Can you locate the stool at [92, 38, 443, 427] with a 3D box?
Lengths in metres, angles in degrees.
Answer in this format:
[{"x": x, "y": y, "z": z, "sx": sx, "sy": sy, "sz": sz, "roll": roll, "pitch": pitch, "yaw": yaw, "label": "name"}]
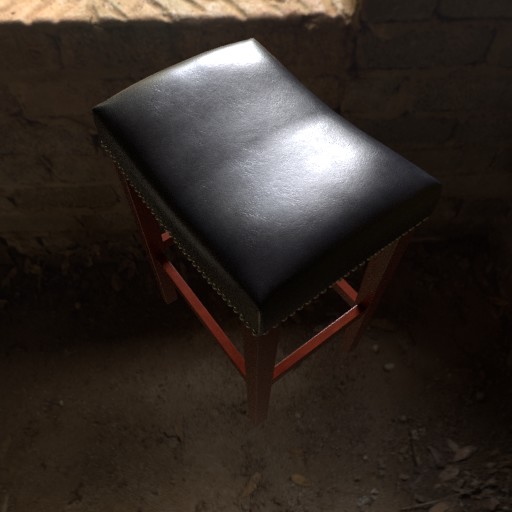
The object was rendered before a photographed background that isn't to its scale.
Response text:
[{"x": 0.000, "y": 0.000, "z": 1.017, "sx": 0.372, "sy": 0.742, "sz": 0.504, "roll": -32, "pitch": 63, "yaw": -19, "label": "stool"}]
